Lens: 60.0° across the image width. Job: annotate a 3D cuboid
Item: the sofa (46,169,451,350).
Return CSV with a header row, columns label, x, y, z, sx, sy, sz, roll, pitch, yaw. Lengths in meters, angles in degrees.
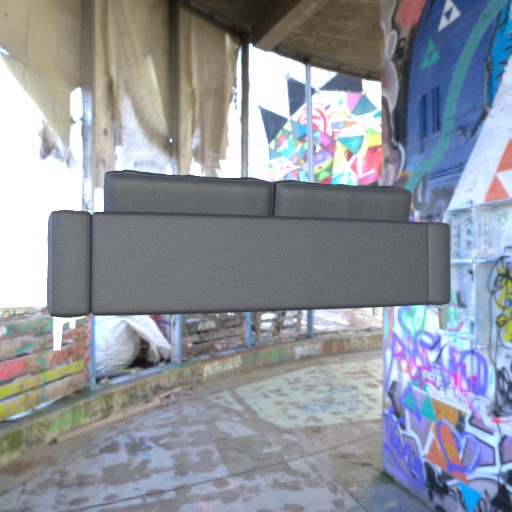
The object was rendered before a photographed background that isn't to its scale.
label,x,y,z,sx,sy,sz,roll,pitch,yaw
sofa,0.000,0.000,2.740,2.275,0.893,0.833,0,-1,-18
